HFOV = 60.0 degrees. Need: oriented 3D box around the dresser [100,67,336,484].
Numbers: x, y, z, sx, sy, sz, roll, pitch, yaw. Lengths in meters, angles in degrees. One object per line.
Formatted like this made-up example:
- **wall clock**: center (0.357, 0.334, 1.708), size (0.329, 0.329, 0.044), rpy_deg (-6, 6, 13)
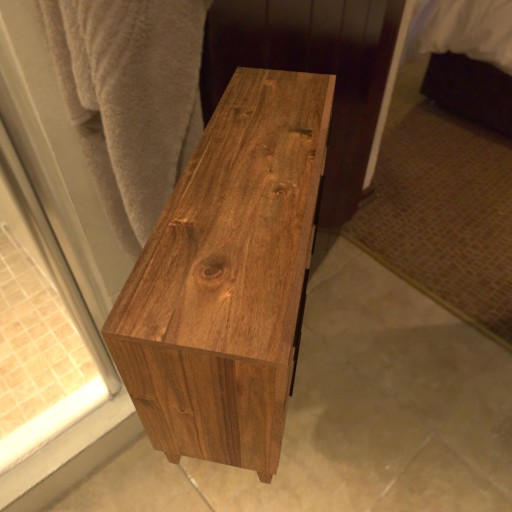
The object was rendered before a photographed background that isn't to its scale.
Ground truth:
- **dresser**: center (0.000, 0.000, 1.761), size (0.446, 0.873, 1.400), rpy_deg (8, 47, 8)
